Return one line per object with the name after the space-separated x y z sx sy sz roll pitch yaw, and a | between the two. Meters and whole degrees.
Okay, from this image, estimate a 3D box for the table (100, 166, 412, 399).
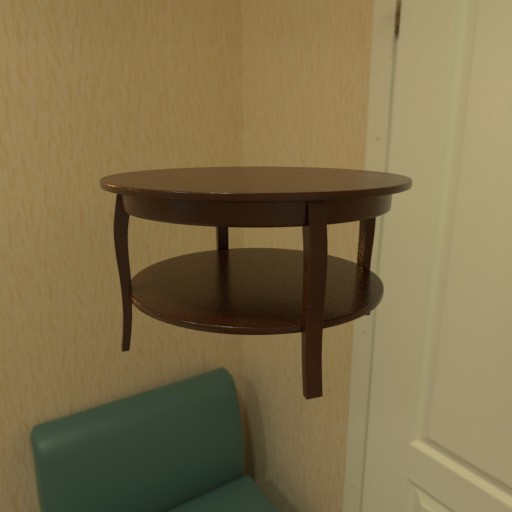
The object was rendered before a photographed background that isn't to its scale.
0.000 0.000 1.428 0.911 0.512 0.911 0 15 0 | table
